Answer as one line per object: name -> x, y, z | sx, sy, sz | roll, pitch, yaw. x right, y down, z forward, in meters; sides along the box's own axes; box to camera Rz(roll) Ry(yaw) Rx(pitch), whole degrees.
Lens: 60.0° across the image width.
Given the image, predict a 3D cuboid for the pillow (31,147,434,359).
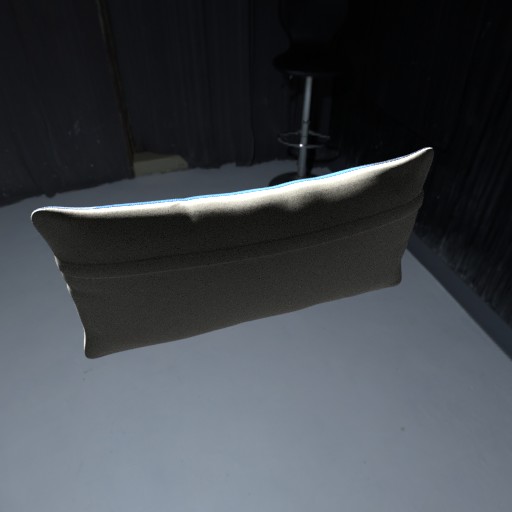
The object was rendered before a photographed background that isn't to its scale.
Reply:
pillow -> 0.000, 0.000, 0.725 | 0.604, 0.307, 0.148 | -12, 42, -13
